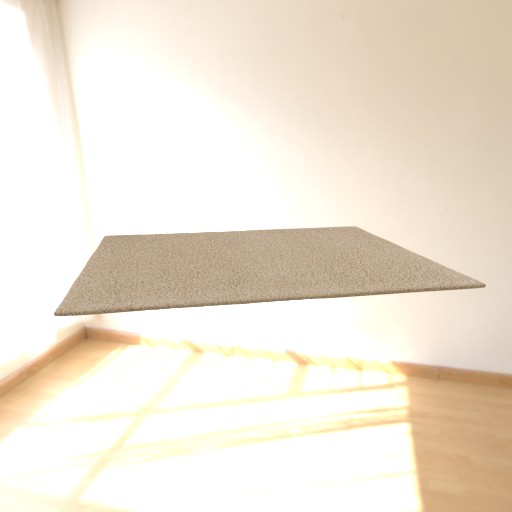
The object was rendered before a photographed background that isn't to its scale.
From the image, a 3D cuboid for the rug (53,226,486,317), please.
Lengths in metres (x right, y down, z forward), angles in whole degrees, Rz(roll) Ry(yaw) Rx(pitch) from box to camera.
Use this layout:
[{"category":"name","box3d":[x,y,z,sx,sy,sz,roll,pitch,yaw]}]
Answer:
[{"category":"rug","box3d":[0.000,0.000,4.179,3.047,0.029,2.438,-3,15,-11]}]
